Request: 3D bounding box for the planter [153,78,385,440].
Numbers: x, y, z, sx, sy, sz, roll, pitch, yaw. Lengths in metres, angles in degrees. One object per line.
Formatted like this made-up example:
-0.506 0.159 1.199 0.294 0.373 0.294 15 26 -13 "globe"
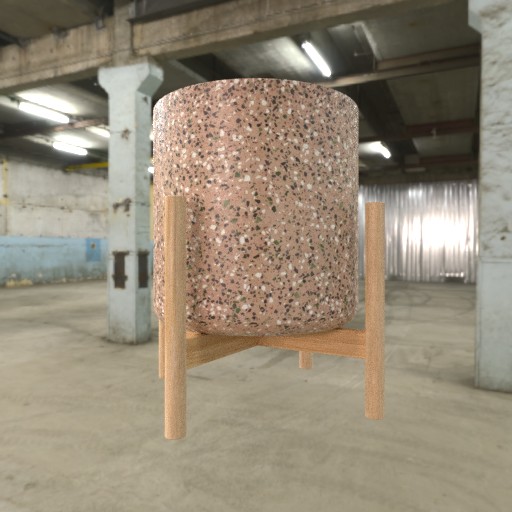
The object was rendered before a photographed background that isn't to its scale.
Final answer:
0.000 0.000 0.673 0.360 0.419 0.360 0 0 -36 "planter"
